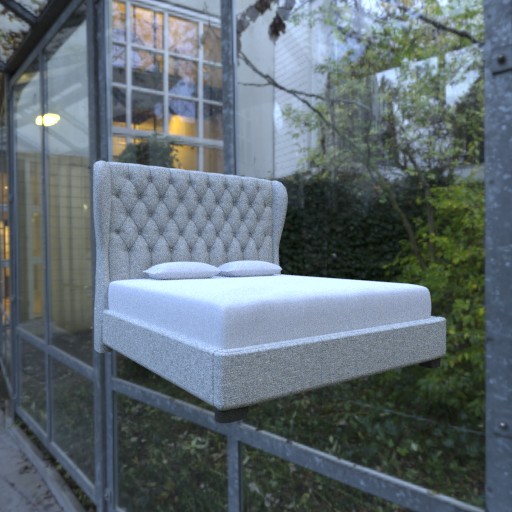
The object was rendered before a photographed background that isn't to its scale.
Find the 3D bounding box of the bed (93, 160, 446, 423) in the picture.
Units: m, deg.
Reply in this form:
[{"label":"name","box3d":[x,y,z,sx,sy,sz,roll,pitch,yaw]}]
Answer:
[{"label":"bed","box3d":[0.000,0.000,3.886,2.219,1.771,2.347,-1,1,-36]}]
